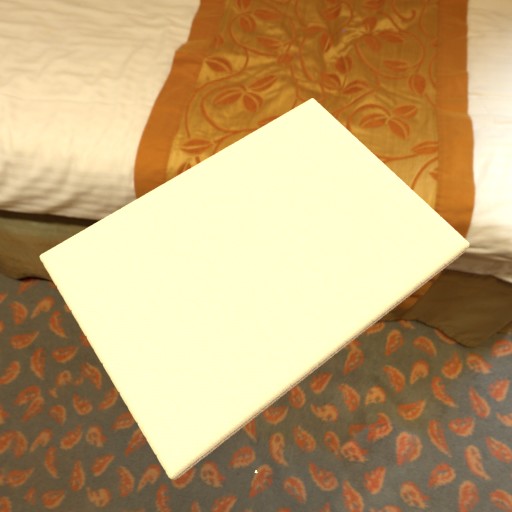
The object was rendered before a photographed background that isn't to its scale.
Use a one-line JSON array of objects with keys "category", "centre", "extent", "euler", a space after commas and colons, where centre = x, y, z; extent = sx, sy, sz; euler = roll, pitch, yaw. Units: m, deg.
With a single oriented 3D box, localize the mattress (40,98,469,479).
[{"category": "mattress", "centre": [0.000, 0.000, 2.555], "extent": [2.000, 0.200, 1.400], "euler": [-34, 69, -15]}]
